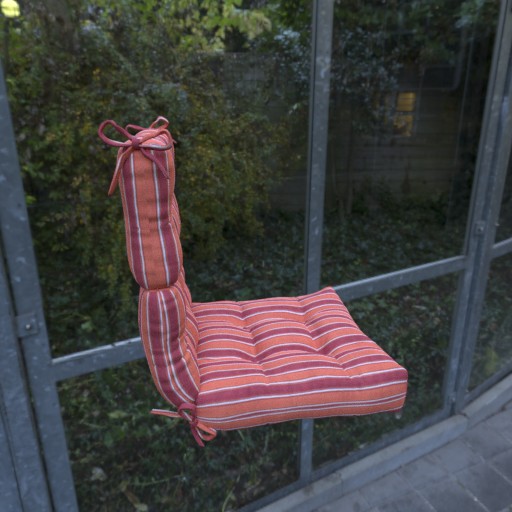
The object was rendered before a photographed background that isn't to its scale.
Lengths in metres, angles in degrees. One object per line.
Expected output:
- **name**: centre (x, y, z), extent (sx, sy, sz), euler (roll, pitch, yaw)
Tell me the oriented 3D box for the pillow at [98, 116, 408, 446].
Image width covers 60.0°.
- **pillow**: centre (0.000, 0.000, 1.010), extent (0.571, 0.605, 0.519), euler (-3, 18, -10)
